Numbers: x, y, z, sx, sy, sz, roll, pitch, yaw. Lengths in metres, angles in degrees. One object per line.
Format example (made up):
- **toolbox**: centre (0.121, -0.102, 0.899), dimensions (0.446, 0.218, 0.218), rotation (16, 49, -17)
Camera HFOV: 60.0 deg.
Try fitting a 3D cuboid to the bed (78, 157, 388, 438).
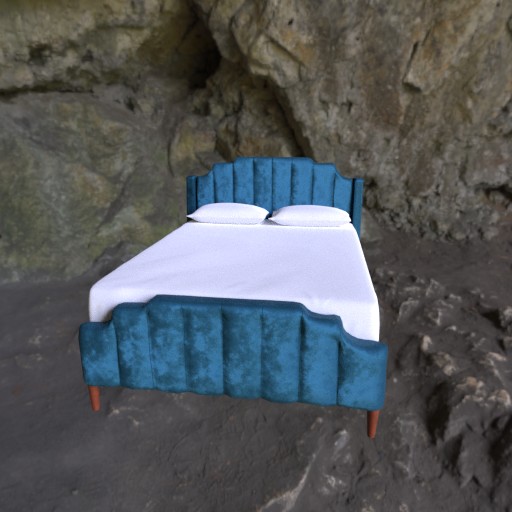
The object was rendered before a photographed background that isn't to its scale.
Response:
- **bed**: centre (0.000, 0.000, 3.327), dimensions (1.678, 1.338, 2.322), rotation (2, 16, 8)
